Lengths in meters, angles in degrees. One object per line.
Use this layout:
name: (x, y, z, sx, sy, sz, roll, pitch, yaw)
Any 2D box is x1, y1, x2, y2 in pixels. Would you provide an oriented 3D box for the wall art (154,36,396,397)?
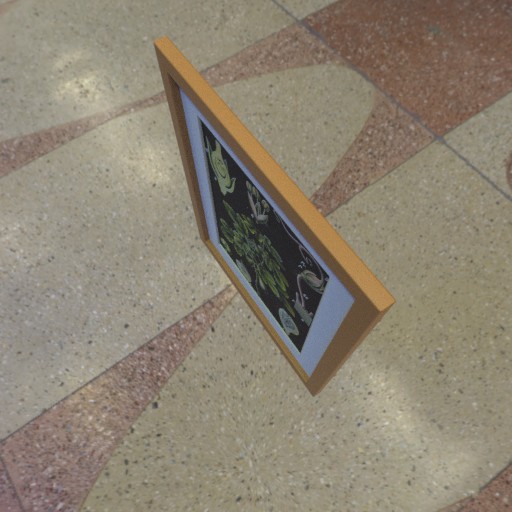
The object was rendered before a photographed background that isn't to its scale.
wall art: (0.000, 0.000, 0.755, 0.022, 0.553, 0.452, -32, 68, -14)
